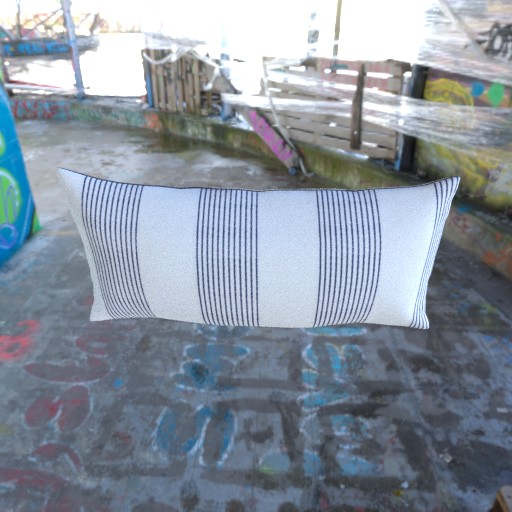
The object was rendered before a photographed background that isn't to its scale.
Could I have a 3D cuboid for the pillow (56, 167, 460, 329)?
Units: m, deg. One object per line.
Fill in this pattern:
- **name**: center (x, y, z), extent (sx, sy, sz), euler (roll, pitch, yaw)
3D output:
- **pillow**: center (0.000, 0.000, 0.728), extent (0.610, 0.287, 0.151), euler (1, 30, 2)
